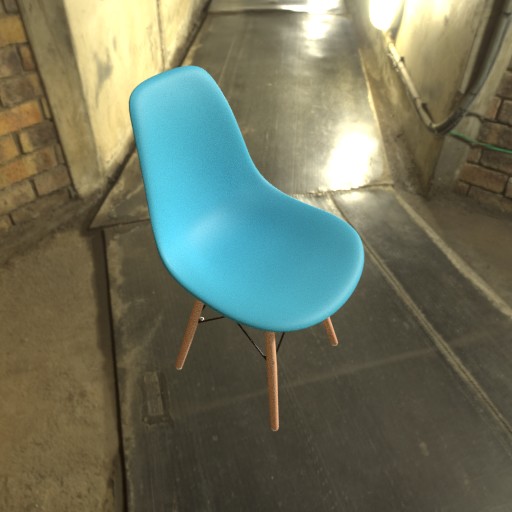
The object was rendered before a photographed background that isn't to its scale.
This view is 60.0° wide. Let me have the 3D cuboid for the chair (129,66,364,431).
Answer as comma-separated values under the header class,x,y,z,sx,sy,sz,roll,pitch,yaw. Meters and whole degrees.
class,x,y,z,sx,sy,sz,roll,pitch,yaw
chair,0.000,0.000,1.154,0.531,0.826,0.470,25,46,26
